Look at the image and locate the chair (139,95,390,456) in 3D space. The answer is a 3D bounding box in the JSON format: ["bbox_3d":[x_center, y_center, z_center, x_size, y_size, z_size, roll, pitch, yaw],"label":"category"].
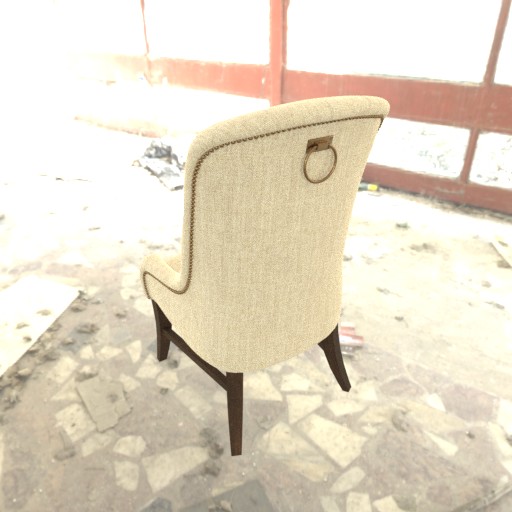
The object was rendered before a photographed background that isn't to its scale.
[{"bbox_3d":[0.000,0.000,1.493,0.634,1.091,0.629,-18,34,-29],"label":"chair"}]
